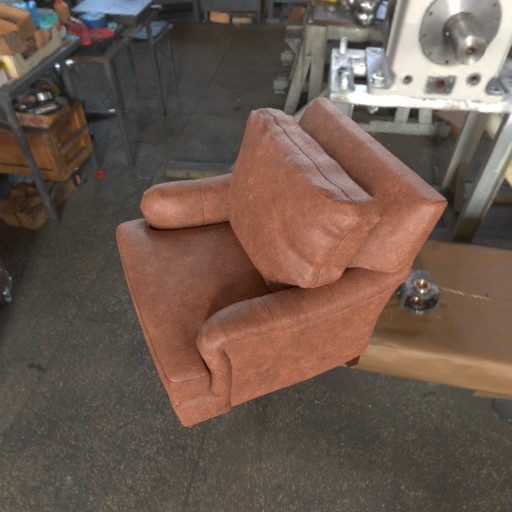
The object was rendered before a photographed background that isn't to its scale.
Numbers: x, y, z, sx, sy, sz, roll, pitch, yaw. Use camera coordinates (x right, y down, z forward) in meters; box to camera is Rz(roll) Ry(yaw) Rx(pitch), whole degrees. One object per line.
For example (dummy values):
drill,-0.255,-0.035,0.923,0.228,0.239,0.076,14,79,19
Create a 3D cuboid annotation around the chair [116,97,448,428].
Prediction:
chair,0.000,0.000,2.042,1.158,1.055,0.986,-18,48,-16
